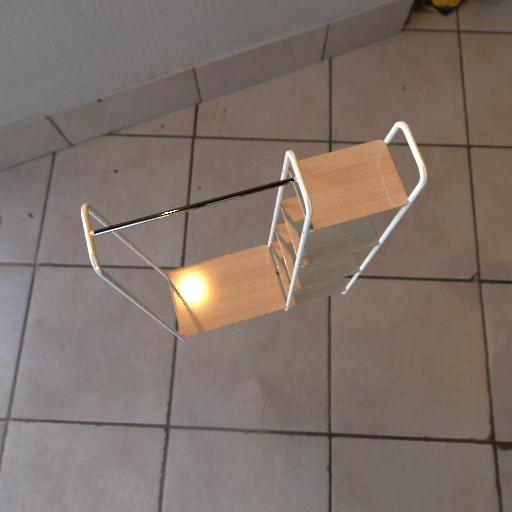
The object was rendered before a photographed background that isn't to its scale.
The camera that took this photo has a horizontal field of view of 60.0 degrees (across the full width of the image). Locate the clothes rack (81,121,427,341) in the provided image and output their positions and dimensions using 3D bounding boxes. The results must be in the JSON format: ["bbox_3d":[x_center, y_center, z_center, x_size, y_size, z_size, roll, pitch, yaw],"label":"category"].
[{"bbox_3d":[0.000,0.000,2.010,1.011,1.500,0.400,-16,75,-4],"label":"clothes rack"}]
